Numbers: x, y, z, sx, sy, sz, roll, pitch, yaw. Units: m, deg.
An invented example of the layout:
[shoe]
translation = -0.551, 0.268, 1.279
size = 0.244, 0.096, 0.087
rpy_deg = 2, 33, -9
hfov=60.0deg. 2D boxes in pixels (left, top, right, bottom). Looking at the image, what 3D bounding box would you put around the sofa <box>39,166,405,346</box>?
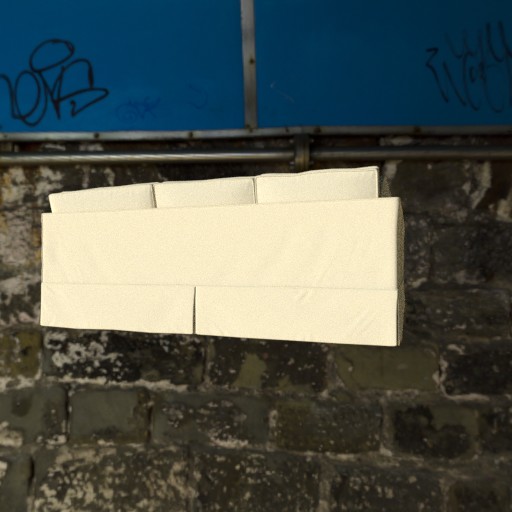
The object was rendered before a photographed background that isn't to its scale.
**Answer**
[sofa]
translation = 0.000, 0.000, 4.105
size = 2.597, 1.070, 2.591
rpy_deg = 0, -1, 19
